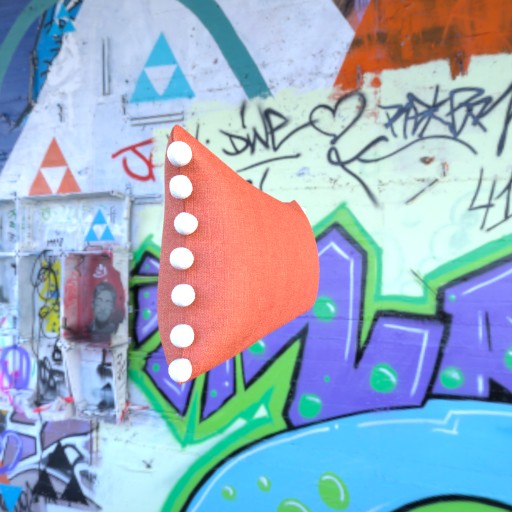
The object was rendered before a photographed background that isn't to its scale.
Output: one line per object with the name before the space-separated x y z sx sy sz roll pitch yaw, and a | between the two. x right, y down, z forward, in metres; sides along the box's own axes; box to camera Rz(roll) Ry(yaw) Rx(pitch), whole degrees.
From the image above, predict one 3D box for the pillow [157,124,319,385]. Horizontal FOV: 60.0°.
pillow | 0.000 0.000 0.852 0.201 0.322 0.709 0 0 18
